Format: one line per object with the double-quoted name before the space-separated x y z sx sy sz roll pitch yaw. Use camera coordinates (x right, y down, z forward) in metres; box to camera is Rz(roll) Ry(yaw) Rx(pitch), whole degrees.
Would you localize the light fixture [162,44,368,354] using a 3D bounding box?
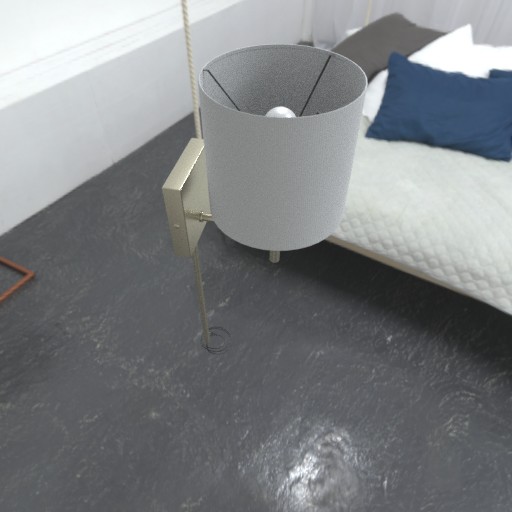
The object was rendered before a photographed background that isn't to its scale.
"light fixture" 0.000 0.000 0.711 0.248 0.589 0.188 9 46 8
